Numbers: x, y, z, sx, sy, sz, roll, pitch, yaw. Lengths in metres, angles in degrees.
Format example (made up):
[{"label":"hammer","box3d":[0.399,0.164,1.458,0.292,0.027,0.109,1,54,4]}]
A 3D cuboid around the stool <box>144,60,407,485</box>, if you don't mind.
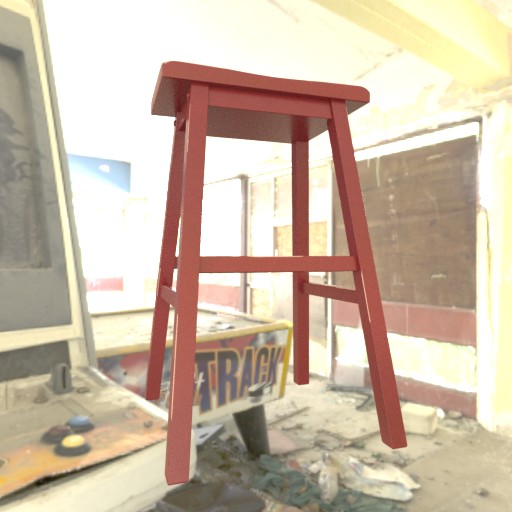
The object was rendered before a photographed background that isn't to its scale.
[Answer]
[{"label":"stool","box3d":[0.000,0.000,1.007,0.457,0.737,0.476,0,0,-18]}]
